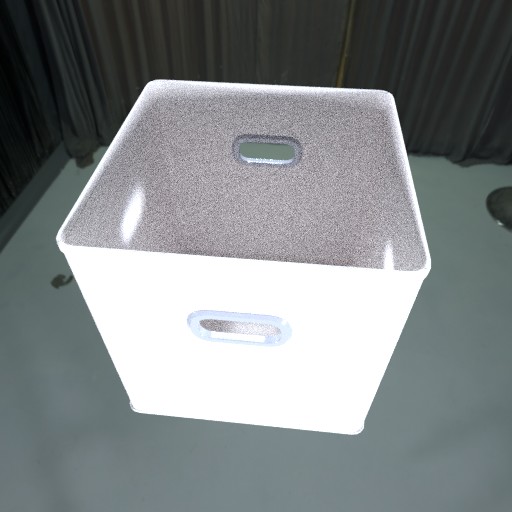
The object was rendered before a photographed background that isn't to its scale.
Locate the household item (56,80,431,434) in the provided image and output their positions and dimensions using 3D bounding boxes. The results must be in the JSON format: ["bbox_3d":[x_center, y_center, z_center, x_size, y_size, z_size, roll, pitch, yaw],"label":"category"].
[{"bbox_3d":[0.000,0.000,0.558,0.305,0.305,0.305,4,47,4],"label":"household item"}]
